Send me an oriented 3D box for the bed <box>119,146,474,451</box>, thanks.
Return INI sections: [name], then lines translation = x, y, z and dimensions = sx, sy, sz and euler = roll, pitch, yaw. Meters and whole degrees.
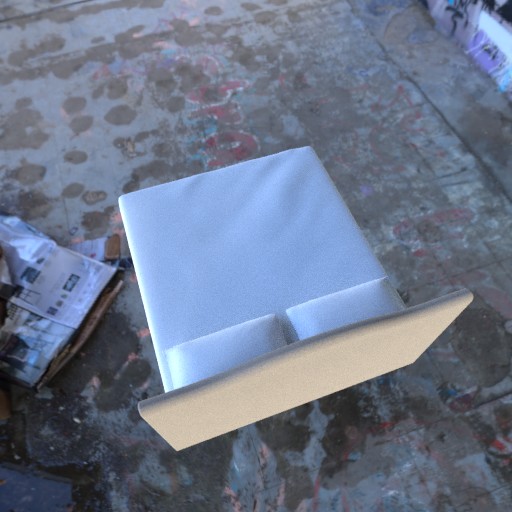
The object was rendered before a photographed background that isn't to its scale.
[bed]
translation = 0.000, 0.000, 3.578
dimensions = 2.083, 1.421, 2.182
euler = -17, 60, -10
